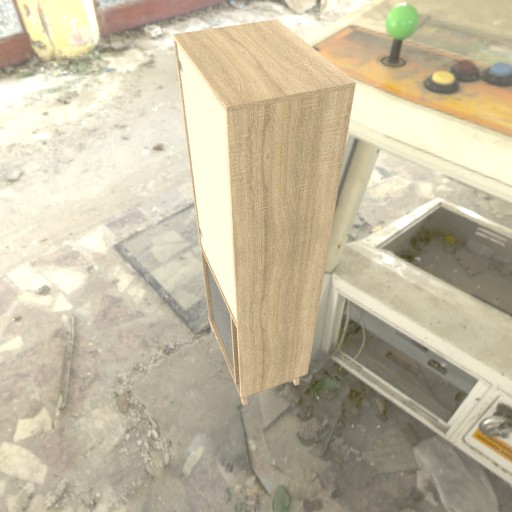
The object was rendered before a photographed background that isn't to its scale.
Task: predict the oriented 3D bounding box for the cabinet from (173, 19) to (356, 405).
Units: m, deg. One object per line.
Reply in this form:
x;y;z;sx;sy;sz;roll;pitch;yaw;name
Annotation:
0.000;0.000;2.090;0.400;1.850;0.570;-16;48;-15;cabinet
